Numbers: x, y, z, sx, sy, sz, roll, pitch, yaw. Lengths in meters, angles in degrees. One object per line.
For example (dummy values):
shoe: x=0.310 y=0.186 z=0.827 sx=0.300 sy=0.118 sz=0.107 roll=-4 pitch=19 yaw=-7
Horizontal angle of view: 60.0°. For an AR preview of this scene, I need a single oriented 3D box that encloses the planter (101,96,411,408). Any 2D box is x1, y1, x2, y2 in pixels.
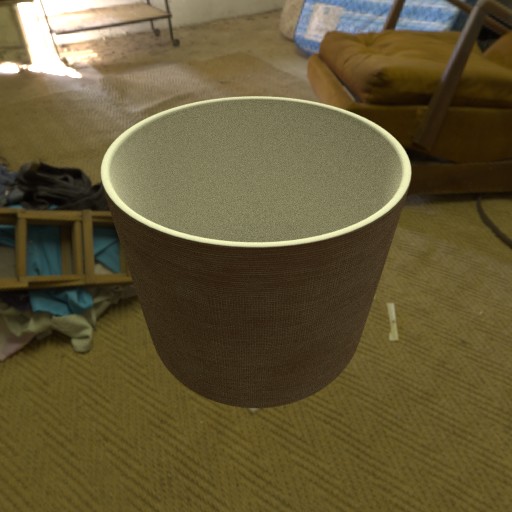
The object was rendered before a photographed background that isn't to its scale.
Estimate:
planter: x=0.000 y=0.000 z=0.776 sx=0.440 sy=0.398 sz=0.440 roll=0 pitch=40 yaw=0
